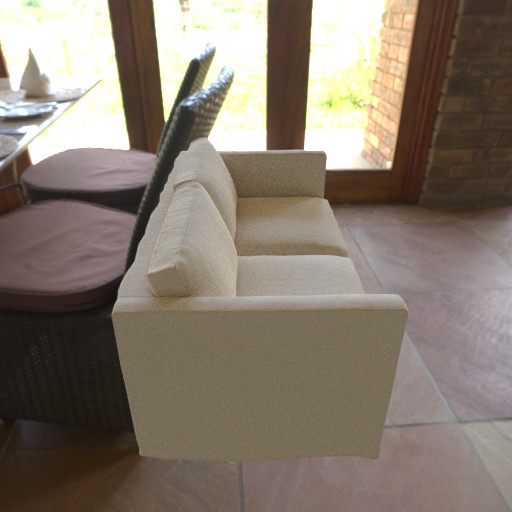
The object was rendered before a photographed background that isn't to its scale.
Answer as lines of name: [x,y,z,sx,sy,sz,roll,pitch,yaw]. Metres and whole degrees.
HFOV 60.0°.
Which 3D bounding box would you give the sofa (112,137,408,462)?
sofa: [0.000,0.000,2.259,0.962,0.834,1.746,-1,30,-1]
